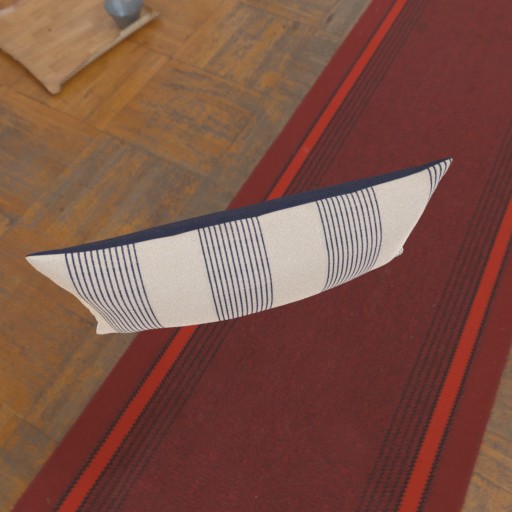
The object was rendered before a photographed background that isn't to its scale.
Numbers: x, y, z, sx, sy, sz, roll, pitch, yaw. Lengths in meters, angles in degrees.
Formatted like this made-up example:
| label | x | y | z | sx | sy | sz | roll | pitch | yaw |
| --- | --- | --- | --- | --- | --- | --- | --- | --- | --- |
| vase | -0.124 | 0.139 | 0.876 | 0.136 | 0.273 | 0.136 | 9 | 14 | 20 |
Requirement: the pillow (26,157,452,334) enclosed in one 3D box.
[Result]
| label | x | y | z | sx | sy | sz | roll | pitch | yaw |
| --- | --- | --- | --- | --- | --- | --- | --- | --- | --- |
| pillow | 0.000 | 0.000 | 0.728 | 0.610 | 0.287 | 0.151 | -14 | 62 | -8 |
